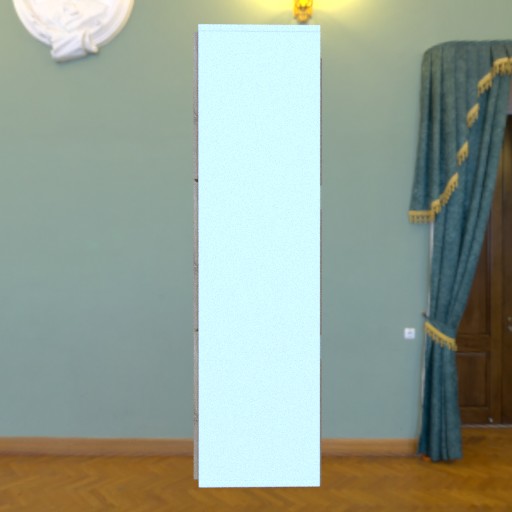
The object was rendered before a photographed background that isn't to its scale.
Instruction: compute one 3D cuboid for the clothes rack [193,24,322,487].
[{"bbox_3d":[0.000,0.000,1.388,0.331,1.187,0.500,0,0,-1],"label":"clothes rack"}]
